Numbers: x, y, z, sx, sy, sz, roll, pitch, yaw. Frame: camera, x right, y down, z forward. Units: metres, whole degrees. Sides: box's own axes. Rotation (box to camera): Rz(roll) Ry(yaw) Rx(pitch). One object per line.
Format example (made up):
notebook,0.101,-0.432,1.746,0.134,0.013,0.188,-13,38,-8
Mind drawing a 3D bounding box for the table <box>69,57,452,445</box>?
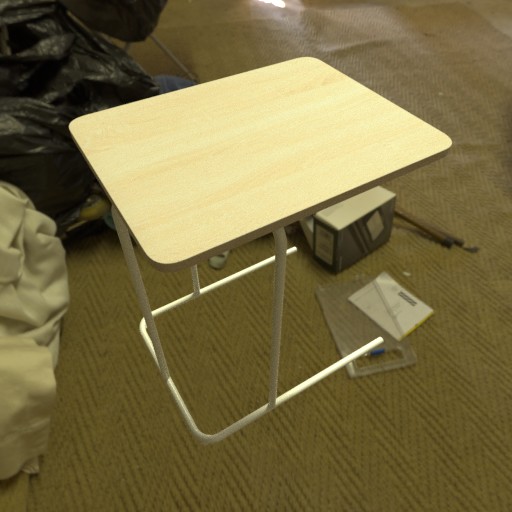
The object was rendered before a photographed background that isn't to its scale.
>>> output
table,0.000,0.000,0.873,0.480,0.550,0.370,-24,51,-21
